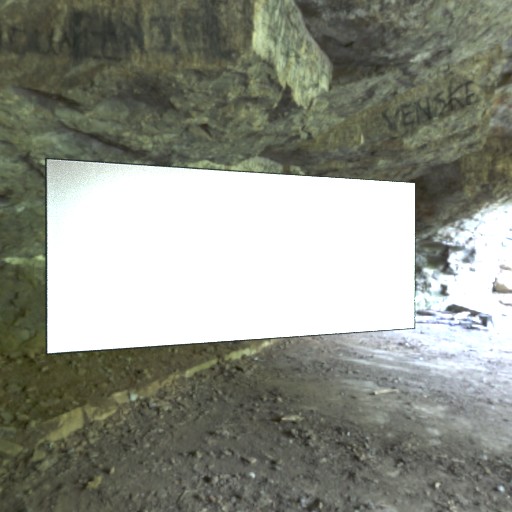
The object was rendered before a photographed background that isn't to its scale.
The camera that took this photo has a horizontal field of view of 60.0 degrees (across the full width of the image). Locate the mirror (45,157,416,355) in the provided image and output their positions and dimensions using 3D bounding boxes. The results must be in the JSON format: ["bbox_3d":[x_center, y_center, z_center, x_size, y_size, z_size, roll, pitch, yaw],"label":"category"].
[{"bbox_3d":[0.000,0.000,1.839,1.584,0.692,0.047,0,0,-20],"label":"mirror"}]
